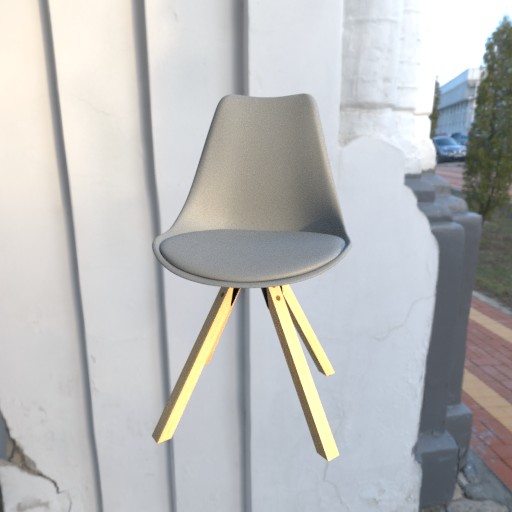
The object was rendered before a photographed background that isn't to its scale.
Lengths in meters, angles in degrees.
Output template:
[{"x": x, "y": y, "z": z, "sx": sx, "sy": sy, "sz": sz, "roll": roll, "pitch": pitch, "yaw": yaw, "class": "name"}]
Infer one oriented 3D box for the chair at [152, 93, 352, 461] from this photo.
[{"x": 0.000, "y": 0.000, "z": 1.174, "sx": 0.485, "sy": 0.850, "sz": 0.549, "roll": 2, "pitch": 15, "yaw": 8, "class": "chair"}]
